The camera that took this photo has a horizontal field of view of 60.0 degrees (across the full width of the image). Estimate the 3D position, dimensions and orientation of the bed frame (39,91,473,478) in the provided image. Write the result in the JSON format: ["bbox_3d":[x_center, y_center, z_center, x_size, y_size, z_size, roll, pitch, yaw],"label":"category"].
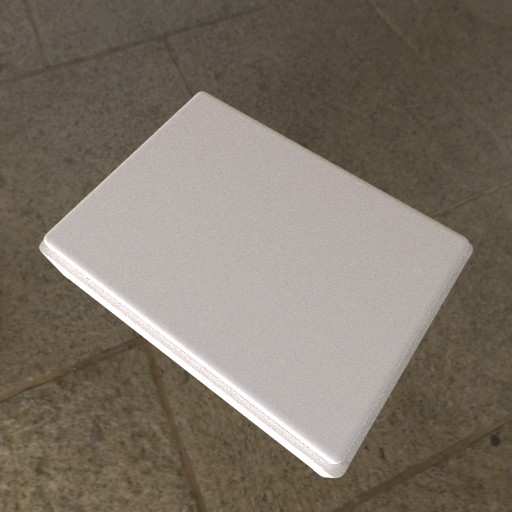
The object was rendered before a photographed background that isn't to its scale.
[{"bbox_3d":[0.000,0.000,2.477,1.900,0.406,1.400,33,68,15],"label":"bed frame"}]
